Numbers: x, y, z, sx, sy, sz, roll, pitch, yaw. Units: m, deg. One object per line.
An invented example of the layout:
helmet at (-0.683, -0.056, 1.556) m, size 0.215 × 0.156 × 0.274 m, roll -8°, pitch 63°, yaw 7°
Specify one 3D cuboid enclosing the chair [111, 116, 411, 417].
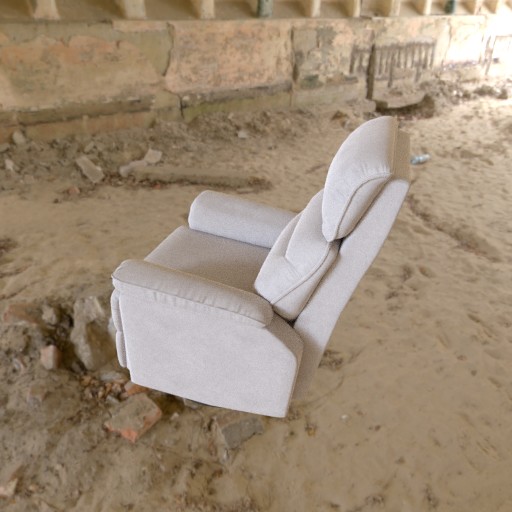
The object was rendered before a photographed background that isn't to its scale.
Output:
chair at (0.000, 0.000, 1.714) m, size 1.001 × 1.039 × 0.820 m, roll 8°, pitch 30°, yaw 15°
